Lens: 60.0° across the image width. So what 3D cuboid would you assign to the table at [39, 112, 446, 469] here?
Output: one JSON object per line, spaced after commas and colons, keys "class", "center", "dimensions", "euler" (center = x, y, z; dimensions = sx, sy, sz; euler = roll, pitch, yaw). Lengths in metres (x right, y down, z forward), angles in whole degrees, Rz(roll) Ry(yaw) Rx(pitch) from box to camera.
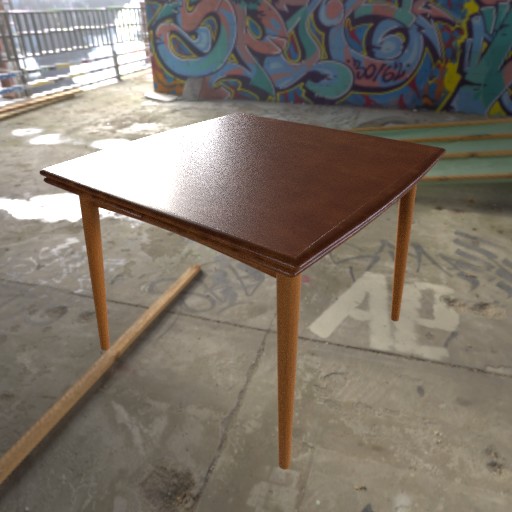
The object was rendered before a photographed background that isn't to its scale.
{"class": "table", "center": [0.000, 0.000, 1.657], "dimensions": [0.991, 0.754, 0.991], "euler": [21, 36, 31]}
